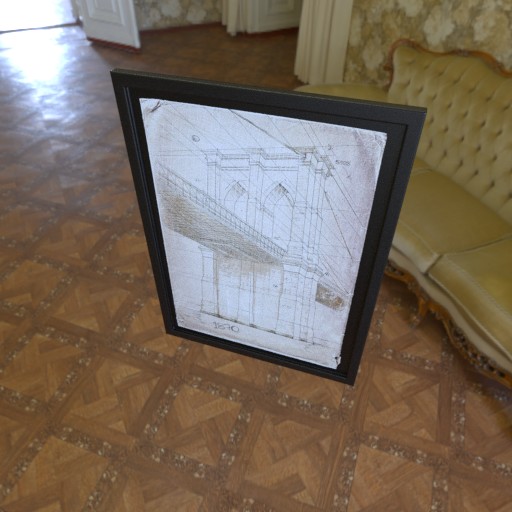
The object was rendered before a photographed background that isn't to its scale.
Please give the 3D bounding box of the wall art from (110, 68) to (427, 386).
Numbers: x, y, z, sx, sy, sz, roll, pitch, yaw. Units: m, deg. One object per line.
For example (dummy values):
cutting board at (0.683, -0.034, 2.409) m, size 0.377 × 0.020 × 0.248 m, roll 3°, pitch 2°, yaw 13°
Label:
wall art at (0.000, 0.000, 0.865) m, size 0.480 × 0.657 × 0.016 m, roll 13°, pitch 43°, yaw 14°
